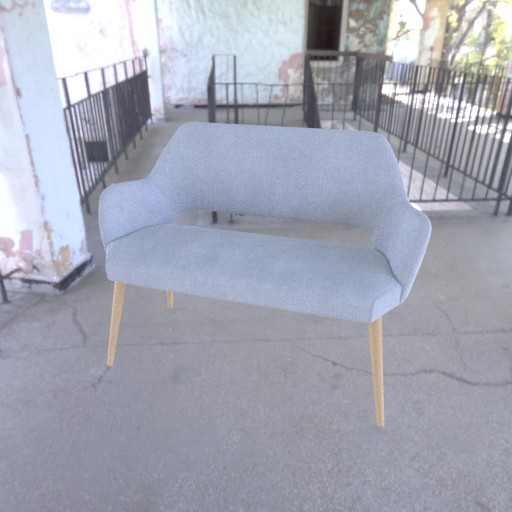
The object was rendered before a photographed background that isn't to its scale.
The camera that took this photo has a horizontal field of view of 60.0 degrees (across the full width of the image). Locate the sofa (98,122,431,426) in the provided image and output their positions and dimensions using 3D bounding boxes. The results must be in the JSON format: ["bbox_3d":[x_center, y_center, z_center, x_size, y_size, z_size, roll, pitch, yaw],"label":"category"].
[{"bbox_3d":[0.000,0.000,1.637,1.150,0.840,0.610,8,27,15],"label":"sofa"}]
